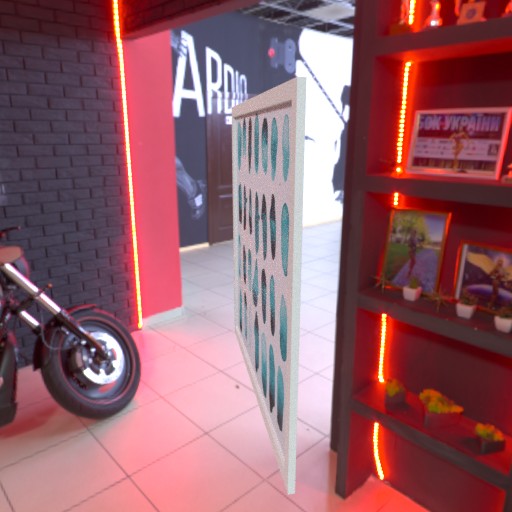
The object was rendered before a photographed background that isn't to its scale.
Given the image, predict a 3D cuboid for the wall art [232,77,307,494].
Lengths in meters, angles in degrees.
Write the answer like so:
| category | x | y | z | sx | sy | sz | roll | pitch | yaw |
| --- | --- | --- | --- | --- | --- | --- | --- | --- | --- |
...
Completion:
| category | x | y | z | sx | sy | sz | roll | pitch | yaw |
| --- | --- | --- | --- | --- | --- | --- | --- | --- | --- |
| wall art | 0.000 | 0.000 | 0.676 | 0.009 | 0.457 | 0.456 | -3 | 15 | -10 |
